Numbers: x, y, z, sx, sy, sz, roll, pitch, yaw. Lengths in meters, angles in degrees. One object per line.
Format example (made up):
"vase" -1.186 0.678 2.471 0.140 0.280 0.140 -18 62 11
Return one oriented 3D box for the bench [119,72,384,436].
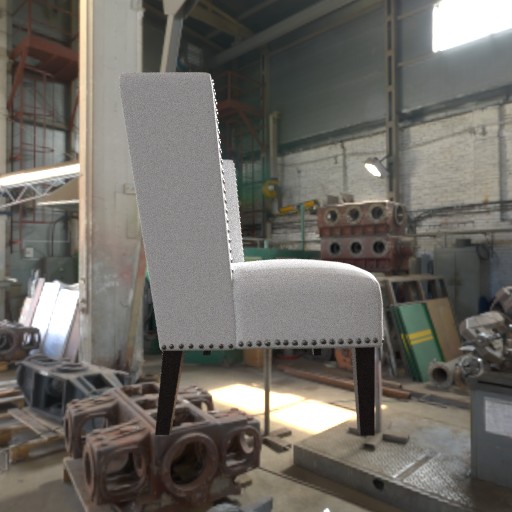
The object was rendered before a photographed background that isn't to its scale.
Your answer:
"bench" 0.000 0.000 1.983 0.847 1.123 1.280 0 -1 0
